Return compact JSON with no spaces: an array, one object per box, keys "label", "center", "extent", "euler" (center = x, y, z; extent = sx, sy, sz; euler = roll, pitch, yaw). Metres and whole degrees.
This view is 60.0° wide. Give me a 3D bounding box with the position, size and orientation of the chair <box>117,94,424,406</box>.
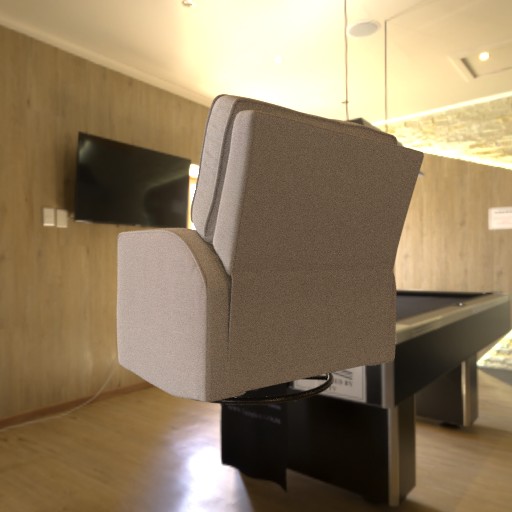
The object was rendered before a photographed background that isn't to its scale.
[{"label":"chair","center":[0.000,0.000,1.699],"extent":[0.861,0.964,0.969],"euler":[0,0,-36]}]
